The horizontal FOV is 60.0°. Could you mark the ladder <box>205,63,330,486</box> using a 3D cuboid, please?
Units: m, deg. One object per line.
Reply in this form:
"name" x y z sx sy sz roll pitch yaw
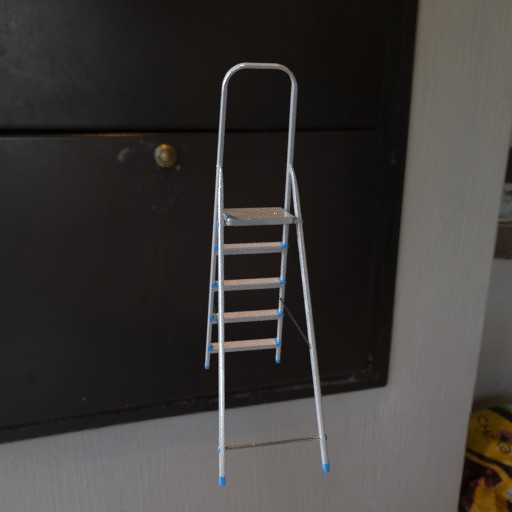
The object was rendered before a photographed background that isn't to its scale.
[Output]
"ladder" 0.000 0.000 2.086 0.468 1.648 0.990 -3 15 -9
